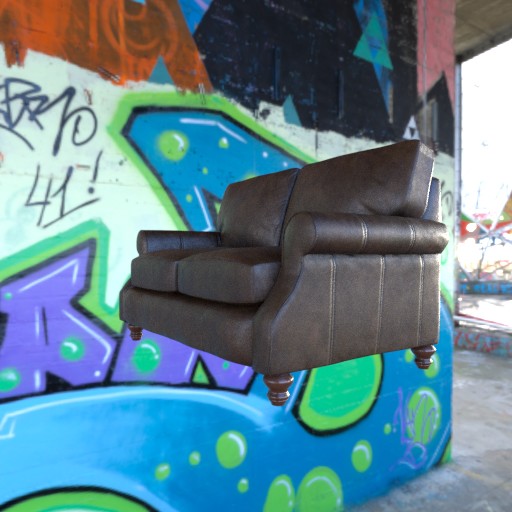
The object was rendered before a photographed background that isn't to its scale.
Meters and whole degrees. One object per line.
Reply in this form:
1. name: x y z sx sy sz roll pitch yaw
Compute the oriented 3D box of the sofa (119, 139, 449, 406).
1. sofa: 0.000 0.000 2.239 0.990 0.976 1.616 0 0 -35
